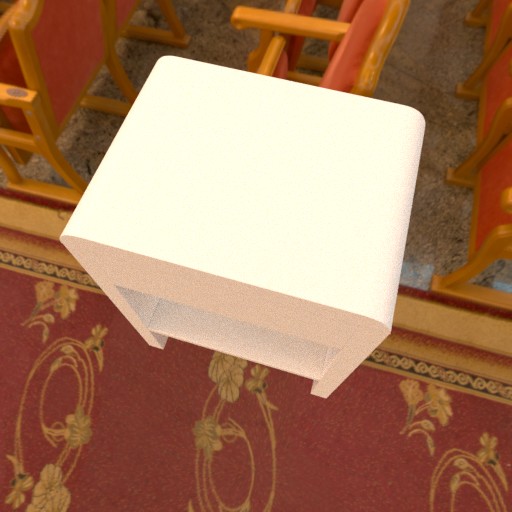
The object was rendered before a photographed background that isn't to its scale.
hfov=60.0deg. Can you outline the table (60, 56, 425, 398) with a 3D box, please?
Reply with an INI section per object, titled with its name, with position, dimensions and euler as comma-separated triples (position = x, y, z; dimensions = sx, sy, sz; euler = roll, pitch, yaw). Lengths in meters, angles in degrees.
[table]
position = 0.000, 0.000, 0.880
dimensions = 0.450, 0.590, 0.350
euler = 15, 65, 7
